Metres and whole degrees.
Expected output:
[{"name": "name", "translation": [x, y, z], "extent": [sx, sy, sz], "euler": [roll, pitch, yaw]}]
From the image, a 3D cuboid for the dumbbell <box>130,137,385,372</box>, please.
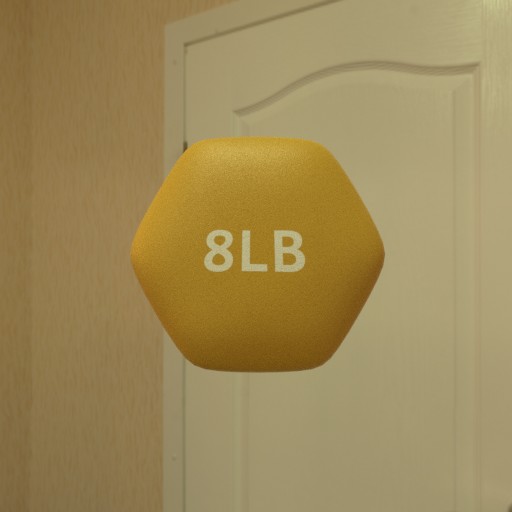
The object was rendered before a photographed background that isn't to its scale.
[{"name": "dumbbell", "translation": [0.000, 0.000, 0.235], "extent": [0.090, 0.082, 0.190], "euler": [0, 0, 0]}]
